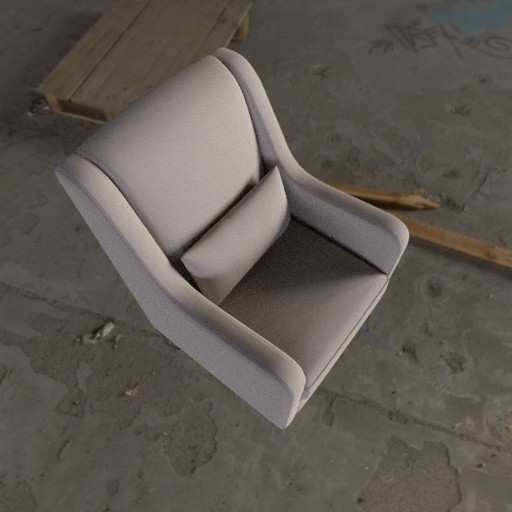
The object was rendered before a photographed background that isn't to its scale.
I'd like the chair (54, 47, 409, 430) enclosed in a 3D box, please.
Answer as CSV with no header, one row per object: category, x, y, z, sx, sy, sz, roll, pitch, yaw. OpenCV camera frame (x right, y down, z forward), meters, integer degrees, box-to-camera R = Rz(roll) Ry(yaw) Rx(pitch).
chair,0.000,0.000,1.601,0.863,1.010,0.715,34,64,19
